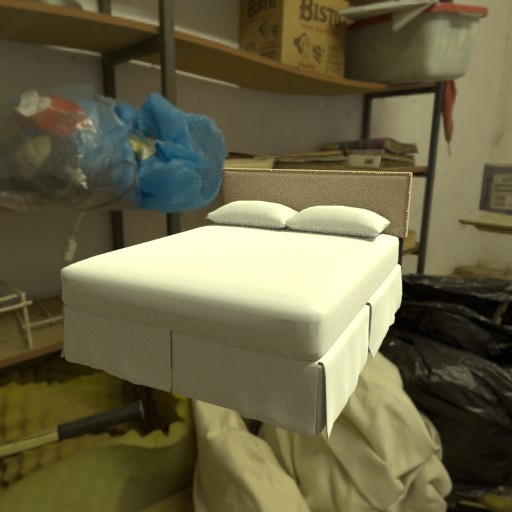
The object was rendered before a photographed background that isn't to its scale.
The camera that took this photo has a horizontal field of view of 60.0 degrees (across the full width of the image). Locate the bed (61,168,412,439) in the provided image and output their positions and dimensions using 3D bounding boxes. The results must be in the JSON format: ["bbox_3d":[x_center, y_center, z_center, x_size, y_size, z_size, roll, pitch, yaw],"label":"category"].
[{"bbox_3d":[0.000,0.000,2.865,1.616,1.016,1.876,7,15,26],"label":"bed"}]
